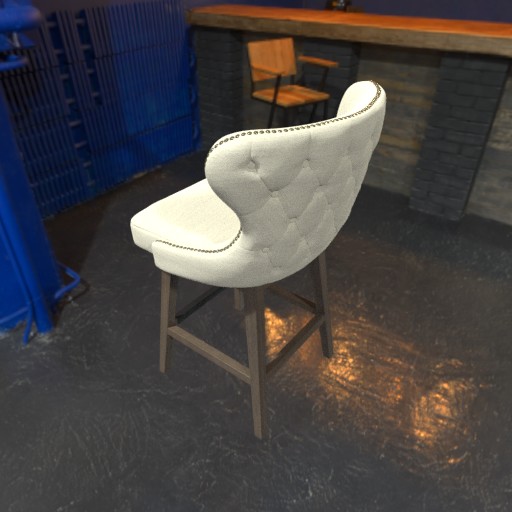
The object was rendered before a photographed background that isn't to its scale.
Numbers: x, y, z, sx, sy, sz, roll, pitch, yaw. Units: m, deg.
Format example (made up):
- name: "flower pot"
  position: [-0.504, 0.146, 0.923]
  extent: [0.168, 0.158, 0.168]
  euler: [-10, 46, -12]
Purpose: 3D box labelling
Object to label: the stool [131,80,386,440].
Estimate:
- name: "stool"
  position: [0.000, 0.000, 1.340]
  extent: [0.597, 0.972, 0.615]
  euler: [23, 41, 30]
